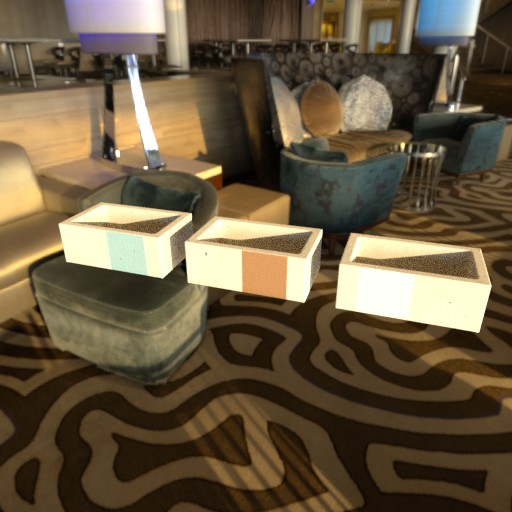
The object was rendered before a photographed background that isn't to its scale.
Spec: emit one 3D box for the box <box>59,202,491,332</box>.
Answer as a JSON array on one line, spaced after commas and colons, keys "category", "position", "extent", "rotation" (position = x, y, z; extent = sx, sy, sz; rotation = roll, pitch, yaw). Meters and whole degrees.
[{"category": "box", "position": [0.000, 0.000, 0.498], "extent": [0.461, 0.051, 0.082], "rotation": [8, 27, 17]}]
